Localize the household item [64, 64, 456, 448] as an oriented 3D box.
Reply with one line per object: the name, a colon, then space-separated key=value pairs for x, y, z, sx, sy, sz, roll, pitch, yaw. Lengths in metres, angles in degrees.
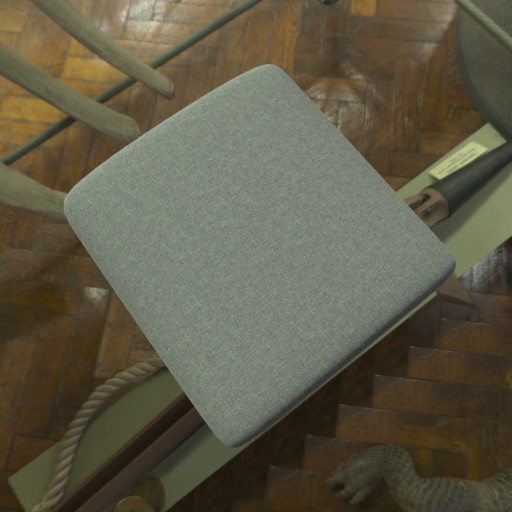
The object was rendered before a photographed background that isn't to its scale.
household item: x=0.000 y=0.000 z=0.897 sx=0.530 sy=0.410 sz=0.530 roll=-36 pitch=78 yaw=-9
